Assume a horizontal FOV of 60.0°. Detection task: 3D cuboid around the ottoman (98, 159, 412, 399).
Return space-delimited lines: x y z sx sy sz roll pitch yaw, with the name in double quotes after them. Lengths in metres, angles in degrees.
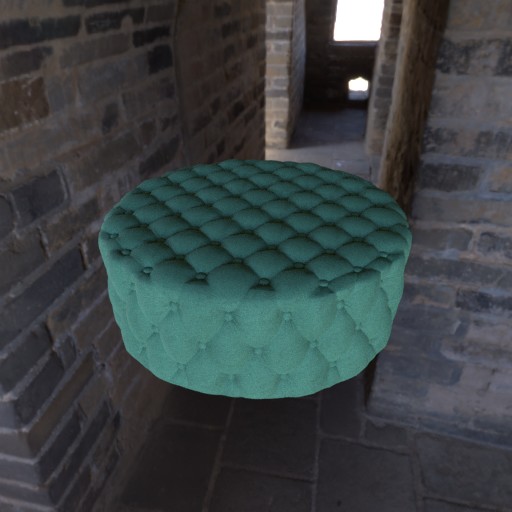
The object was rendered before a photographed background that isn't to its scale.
0.000 0.000 1.533 0.998 0.399 0.998 0 32 0 "ottoman"
